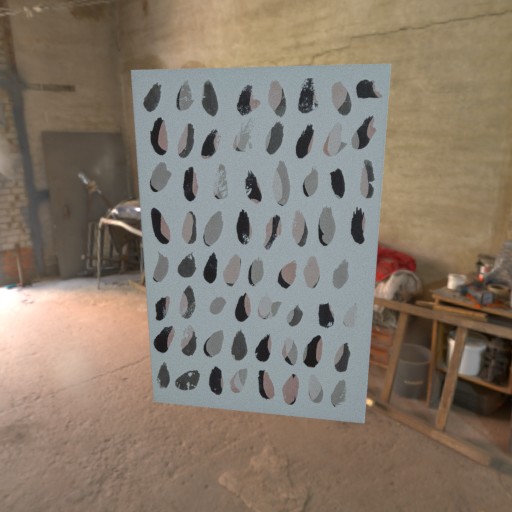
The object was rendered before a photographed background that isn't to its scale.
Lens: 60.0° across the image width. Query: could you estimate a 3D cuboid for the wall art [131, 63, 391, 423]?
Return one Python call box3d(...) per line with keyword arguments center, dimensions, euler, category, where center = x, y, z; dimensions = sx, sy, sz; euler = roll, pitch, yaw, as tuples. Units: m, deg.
box3d(center=(0.000, 0.000, 1.162), dimensions=(0.610, 0.916, 0.037), euler=(3, 15, 9), category="wall art")
